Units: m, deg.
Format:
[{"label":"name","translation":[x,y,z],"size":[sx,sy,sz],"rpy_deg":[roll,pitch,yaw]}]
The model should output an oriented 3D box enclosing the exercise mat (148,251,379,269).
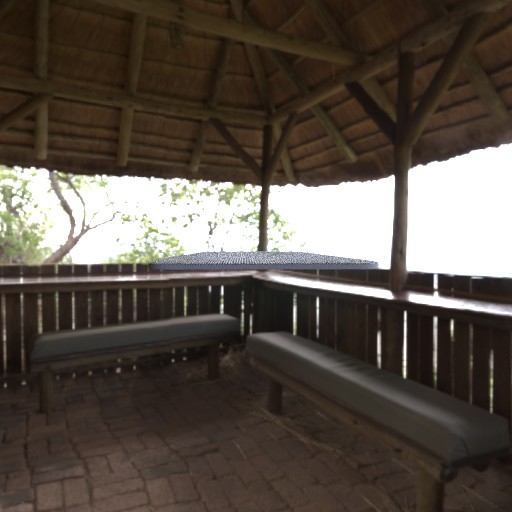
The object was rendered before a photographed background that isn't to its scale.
[{"label":"exercise mat","translation":[0.000,0.000,2.061],"size":[0.616,0.021,1.884],"rpy_deg":[0,1,-1]}]
